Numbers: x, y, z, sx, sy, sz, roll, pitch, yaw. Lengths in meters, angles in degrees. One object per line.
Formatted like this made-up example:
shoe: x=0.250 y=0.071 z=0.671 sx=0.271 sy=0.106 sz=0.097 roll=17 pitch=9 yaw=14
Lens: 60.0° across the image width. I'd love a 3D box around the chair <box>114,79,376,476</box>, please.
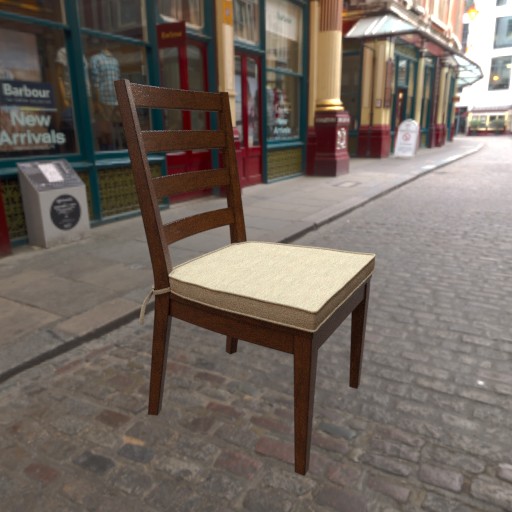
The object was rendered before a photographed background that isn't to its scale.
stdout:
chair: x=0.000 y=0.000 z=1.336 sx=0.595 sy=0.979 sz=0.593 roll=9 pitch=18 yaw=28
